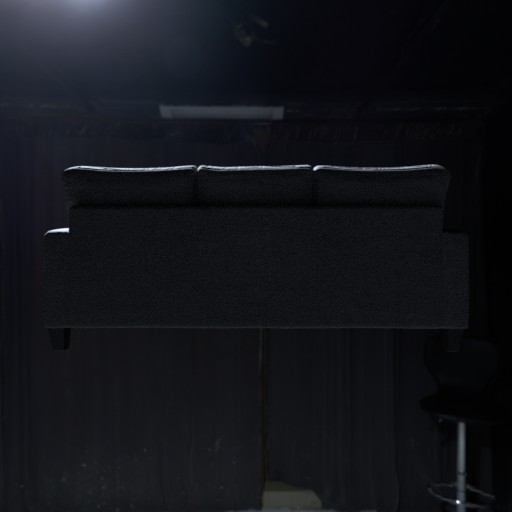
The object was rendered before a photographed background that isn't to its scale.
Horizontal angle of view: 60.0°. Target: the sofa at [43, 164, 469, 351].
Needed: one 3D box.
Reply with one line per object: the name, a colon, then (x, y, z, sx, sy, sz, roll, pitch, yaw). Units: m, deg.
sofa: (0.000, 0.000, 2.668, 2.158, 0.965, 0.951, 0, 0, 1)
